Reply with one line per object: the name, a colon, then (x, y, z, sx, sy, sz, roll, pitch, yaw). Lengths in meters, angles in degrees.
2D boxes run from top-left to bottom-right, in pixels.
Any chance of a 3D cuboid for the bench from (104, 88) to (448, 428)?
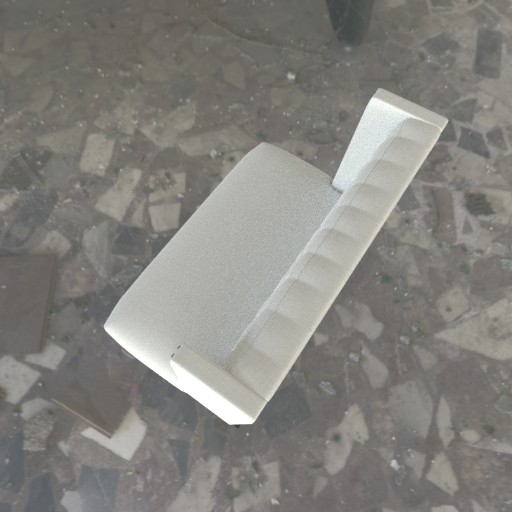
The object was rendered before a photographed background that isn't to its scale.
bench: (0.000, 0.000, 1.980, 0.847, 1.123, 1.280, 32, 68, 14)
